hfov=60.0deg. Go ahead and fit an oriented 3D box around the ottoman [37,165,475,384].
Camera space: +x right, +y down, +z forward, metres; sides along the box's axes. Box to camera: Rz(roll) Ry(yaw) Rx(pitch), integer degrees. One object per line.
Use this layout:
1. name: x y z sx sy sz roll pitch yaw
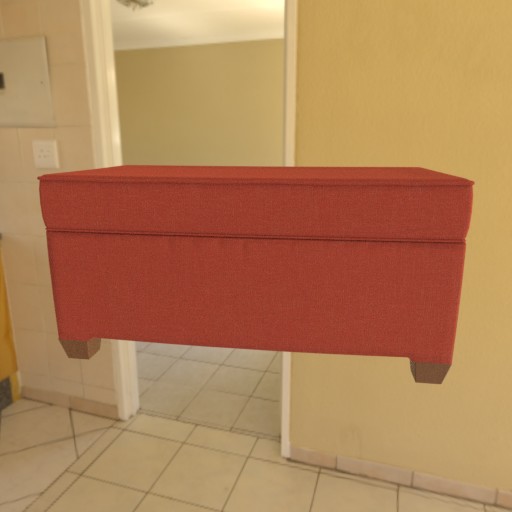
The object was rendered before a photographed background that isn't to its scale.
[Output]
1. ottoman: 0.000 0.000 1.194 0.948 0.454 0.497 2 14 8
